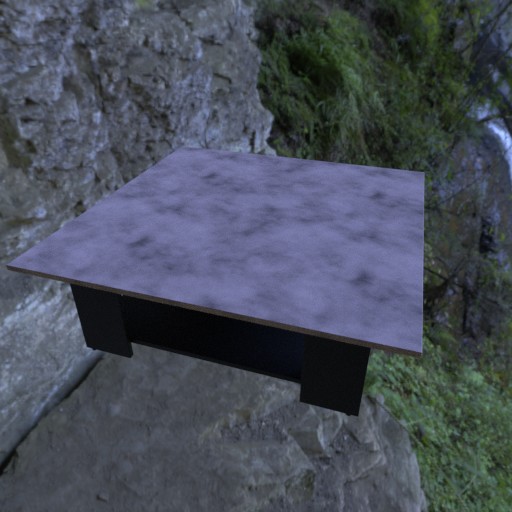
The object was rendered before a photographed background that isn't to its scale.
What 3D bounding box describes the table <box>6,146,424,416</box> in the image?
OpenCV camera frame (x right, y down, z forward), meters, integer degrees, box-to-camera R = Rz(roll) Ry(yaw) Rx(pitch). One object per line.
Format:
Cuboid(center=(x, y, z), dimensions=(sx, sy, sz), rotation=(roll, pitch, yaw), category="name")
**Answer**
Cuboid(center=(0.000, 0.000, 1.316), dimensions=(0.890, 0.305, 0.890), rotation=(10, 33, 15), category="table")
